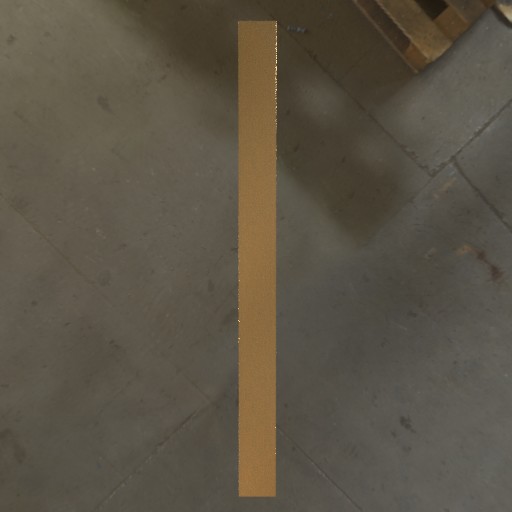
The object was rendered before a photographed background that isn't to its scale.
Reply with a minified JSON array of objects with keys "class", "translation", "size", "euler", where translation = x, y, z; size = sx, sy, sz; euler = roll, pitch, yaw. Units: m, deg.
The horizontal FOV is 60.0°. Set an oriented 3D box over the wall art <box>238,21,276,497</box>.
[{"class":"wall art","translation":[0.000,0.000,0.728],"size":[0.040,0.509,0.509],"euler":[0,91,0]}]
